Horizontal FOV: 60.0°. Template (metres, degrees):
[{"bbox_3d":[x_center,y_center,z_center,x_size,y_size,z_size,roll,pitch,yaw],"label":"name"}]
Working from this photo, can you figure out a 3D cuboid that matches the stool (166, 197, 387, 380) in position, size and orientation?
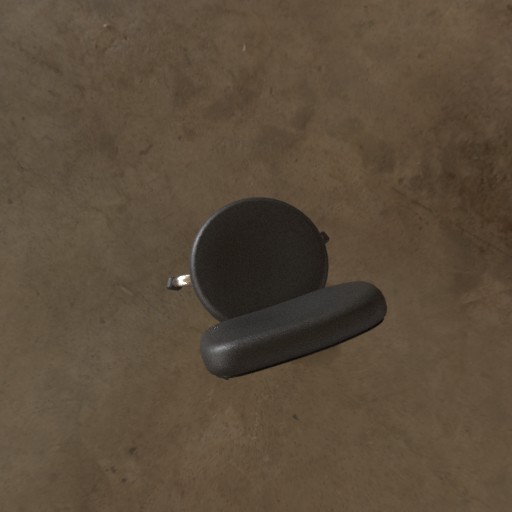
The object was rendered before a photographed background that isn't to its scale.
[{"bbox_3d":[0.000,0.000,1.336,0.673,0.862,0.648,-18,76,-5],"label":"stool"}]
